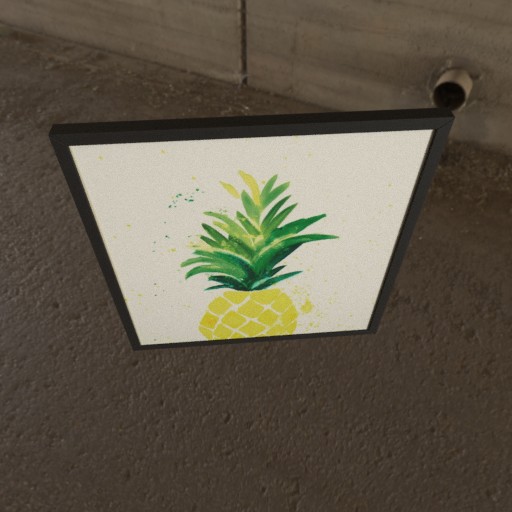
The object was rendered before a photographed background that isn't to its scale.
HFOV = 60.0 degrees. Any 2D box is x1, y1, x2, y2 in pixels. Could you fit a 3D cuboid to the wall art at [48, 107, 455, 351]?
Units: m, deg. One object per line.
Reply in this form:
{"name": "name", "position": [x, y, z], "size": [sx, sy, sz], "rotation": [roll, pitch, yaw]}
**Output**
{"name": "wall art", "position": [0.000, 0.000, 1.119], "size": [0.762, 0.760, 0.037], "rotation": [-3, 48, -3]}
